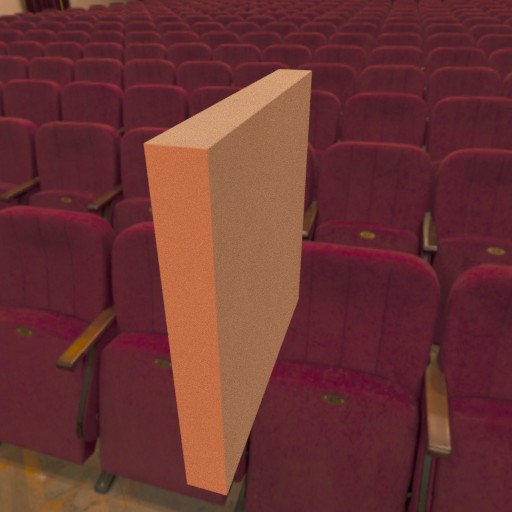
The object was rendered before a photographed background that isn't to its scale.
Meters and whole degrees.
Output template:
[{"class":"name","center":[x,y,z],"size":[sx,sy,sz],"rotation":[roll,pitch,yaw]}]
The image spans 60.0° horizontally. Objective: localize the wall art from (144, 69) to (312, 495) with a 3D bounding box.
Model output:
[{"class":"wall art","center":[0.000,0.000,0.439],"size":[0.038,0.305,0.305],"rotation":[8,31,14]}]
